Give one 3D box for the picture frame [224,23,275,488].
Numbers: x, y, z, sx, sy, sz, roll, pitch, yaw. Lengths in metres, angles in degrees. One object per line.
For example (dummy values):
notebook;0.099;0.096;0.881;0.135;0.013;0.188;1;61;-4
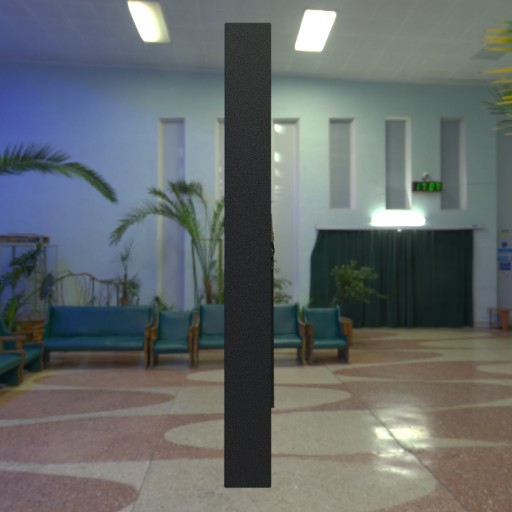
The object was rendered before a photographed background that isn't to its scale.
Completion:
picture frame;0.000;0.000;0.276;0.028;0.208;0.157;0;-1;0
